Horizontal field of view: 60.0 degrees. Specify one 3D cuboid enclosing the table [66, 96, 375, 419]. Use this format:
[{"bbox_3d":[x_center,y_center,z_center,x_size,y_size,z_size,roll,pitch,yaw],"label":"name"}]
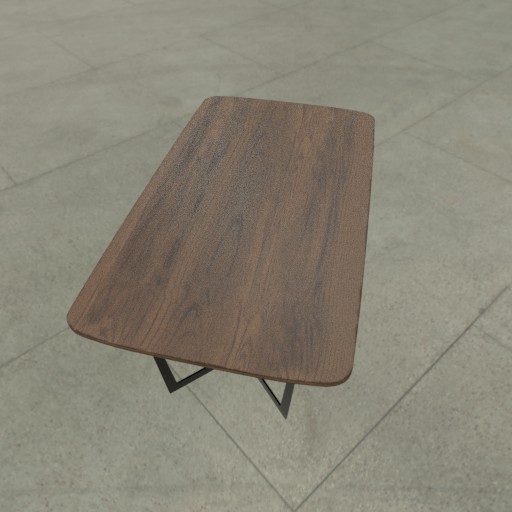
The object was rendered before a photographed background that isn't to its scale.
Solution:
[{"bbox_3d":[0.000,0.000,2.157,0.949,0.765,1.643,9,47,9],"label":"table"}]
